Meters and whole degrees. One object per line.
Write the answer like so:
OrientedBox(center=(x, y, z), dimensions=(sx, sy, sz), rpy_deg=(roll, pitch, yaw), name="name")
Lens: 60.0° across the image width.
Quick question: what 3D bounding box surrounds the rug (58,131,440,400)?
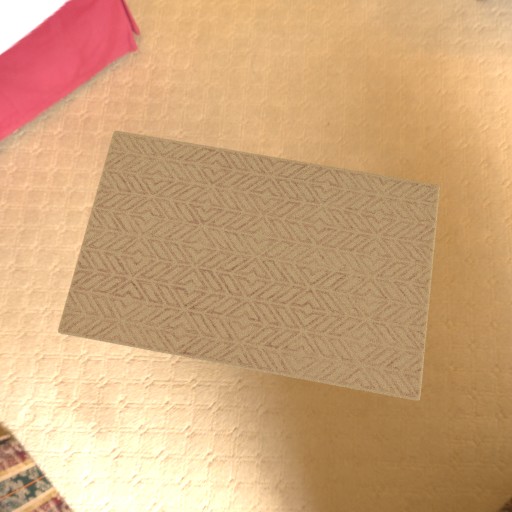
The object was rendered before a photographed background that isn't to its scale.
OrientedBox(center=(0.000, 0.000, 3.098), dimensions=(2.438, 0.008, 1.523), rpy_deg=(10, 77, 2), name="rug")
